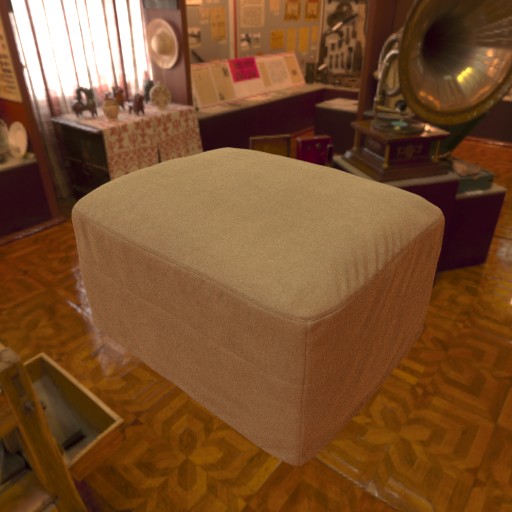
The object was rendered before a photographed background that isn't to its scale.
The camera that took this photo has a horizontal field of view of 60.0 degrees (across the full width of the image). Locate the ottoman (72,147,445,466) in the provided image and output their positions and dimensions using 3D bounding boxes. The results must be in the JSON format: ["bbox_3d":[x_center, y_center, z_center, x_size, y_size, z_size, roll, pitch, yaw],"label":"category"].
[{"bbox_3d":[0.000,0.000,1.254,0.837,0.481,0.683,23,37,34],"label":"ottoman"}]
